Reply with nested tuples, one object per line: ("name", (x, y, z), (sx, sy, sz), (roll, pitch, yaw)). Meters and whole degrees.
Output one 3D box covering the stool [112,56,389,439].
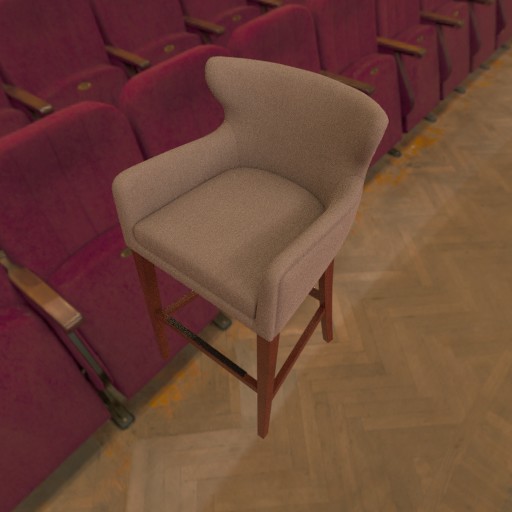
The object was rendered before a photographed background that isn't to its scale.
("stool", (0.000, 0.000, 1.437), (0.575, 1.047, 0.575), (30, 53, 26))
